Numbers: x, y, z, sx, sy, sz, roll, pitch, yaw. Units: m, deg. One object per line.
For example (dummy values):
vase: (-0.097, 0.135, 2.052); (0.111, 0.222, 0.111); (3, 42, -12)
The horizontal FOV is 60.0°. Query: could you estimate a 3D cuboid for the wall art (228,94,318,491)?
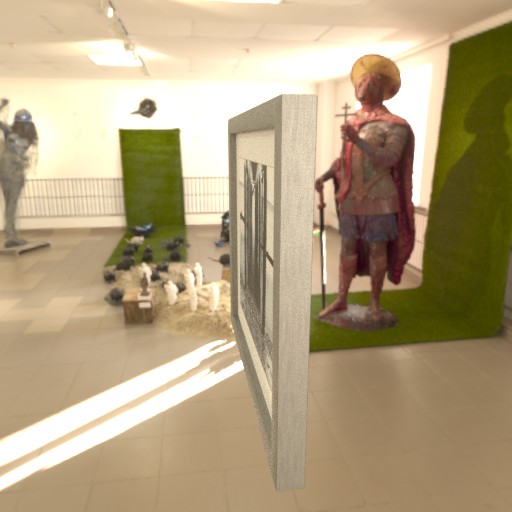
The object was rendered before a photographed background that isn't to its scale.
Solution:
wall art: (0.000, 0.000, 0.532); (0.028, 0.330, 0.380); (-2, 15, -9)
